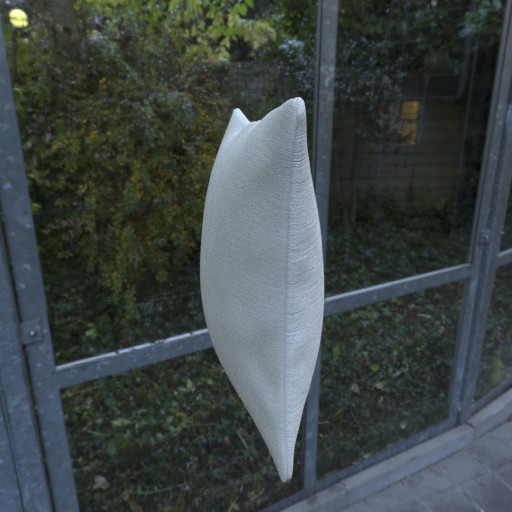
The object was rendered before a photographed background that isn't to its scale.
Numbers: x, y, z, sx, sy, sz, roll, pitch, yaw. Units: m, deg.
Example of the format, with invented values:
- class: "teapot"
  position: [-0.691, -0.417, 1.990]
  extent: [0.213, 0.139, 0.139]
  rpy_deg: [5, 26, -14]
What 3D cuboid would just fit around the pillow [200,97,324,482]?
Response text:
- class: "pillow"
  position: [0.000, 0.000, 0.648]
  extent: [0.162, 0.420, 0.437]
  rpy_deg: [-3, 17, -9]
